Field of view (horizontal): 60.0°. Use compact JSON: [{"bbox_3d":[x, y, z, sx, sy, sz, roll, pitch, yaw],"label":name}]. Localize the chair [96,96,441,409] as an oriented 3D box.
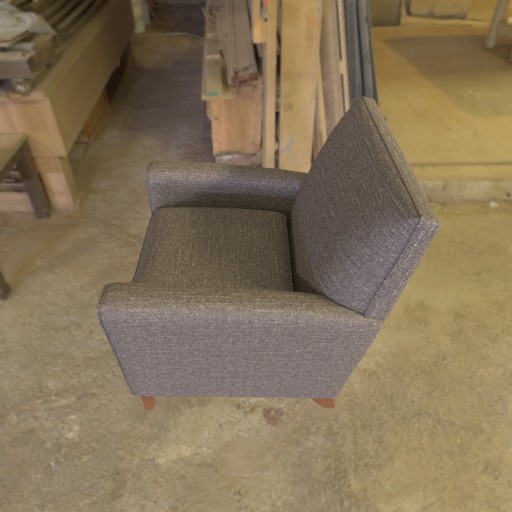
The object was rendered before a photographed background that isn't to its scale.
[{"bbox_3d":[0.000,0.000,1.609,0.875,0.885,0.838,0,41,0],"label":"chair"}]
